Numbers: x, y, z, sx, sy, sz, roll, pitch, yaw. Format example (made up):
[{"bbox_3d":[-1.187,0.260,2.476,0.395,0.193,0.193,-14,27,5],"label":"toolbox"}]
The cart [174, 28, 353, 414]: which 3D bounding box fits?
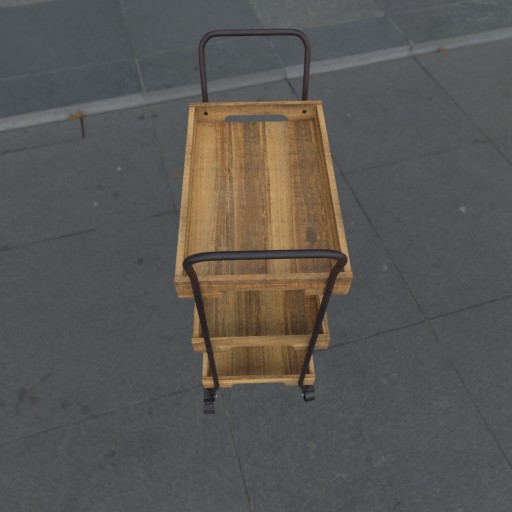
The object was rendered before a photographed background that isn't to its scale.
[{"bbox_3d":[0.000,0.000,1.127,0.339,0.857,0.583,-1,56,-1],"label":"cart"}]
